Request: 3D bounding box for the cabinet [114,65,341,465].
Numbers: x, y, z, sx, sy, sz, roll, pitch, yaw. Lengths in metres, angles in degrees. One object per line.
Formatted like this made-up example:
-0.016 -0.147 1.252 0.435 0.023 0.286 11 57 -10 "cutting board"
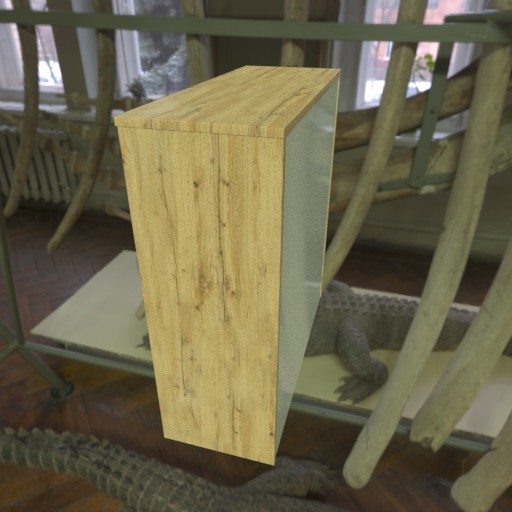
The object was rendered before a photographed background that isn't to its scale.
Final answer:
0.000 0.000 1.930 0.473 1.397 1.168 8 30 14 "cabinet"
